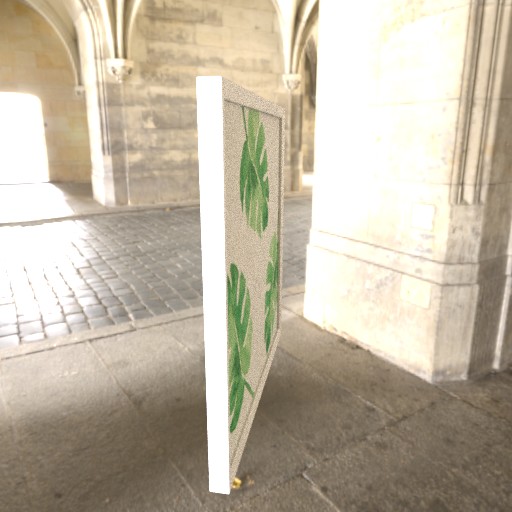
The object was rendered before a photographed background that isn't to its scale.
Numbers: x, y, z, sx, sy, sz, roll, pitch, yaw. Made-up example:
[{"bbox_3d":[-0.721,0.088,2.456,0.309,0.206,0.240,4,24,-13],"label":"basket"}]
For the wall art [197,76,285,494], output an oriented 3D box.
[{"bbox_3d":[0.000,0.000,1.131,0.040,0.762,0.762,3,15,10],"label":"wall art"}]
